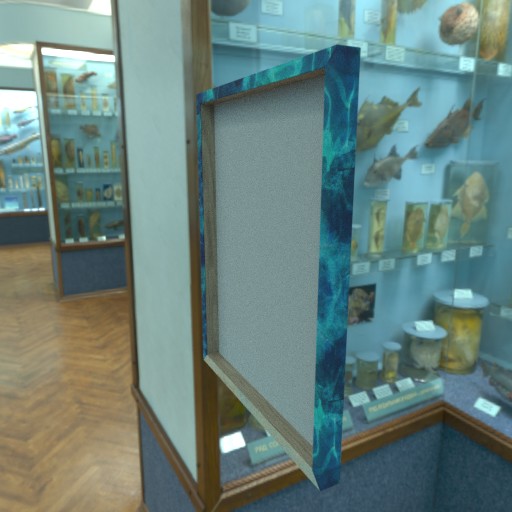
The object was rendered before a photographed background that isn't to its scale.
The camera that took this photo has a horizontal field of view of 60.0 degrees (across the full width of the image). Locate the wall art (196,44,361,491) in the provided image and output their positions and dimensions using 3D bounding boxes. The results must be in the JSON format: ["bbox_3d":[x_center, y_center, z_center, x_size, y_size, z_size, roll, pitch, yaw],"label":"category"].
[{"bbox_3d":[0.000,0.000,0.839,0.038,0.635,0.508,-6,14,-26],"label":"wall art"}]
